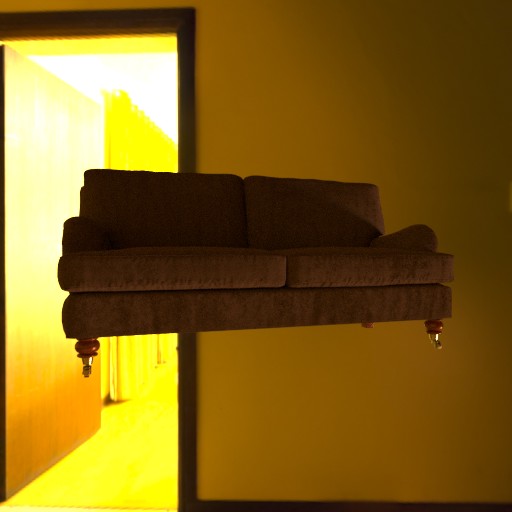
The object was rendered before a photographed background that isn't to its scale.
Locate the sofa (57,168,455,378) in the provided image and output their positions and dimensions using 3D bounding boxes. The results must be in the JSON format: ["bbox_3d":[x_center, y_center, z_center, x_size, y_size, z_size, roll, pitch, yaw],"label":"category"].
[{"bbox_3d":[0.000,0.000,2.736,2.165,1.087,1.086,0,0,-18],"label":"sofa"}]
